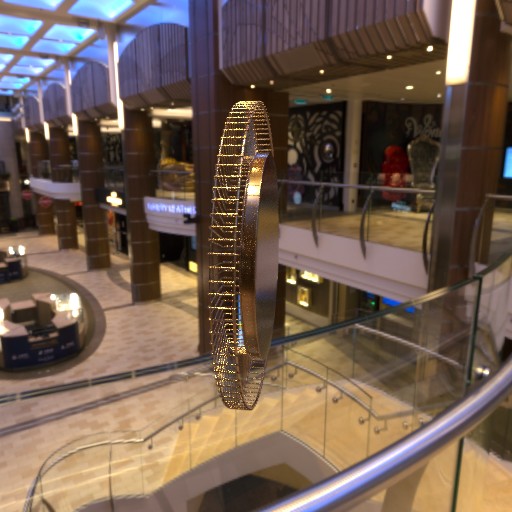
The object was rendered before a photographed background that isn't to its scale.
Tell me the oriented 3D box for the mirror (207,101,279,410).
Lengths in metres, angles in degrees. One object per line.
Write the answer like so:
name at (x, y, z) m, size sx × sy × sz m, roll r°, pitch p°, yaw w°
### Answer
mirror at (0.000, 0.000, 1.069) m, size 0.067 × 0.703 × 0.703 m, roll 2°, pitch 13°, yaw 8°
